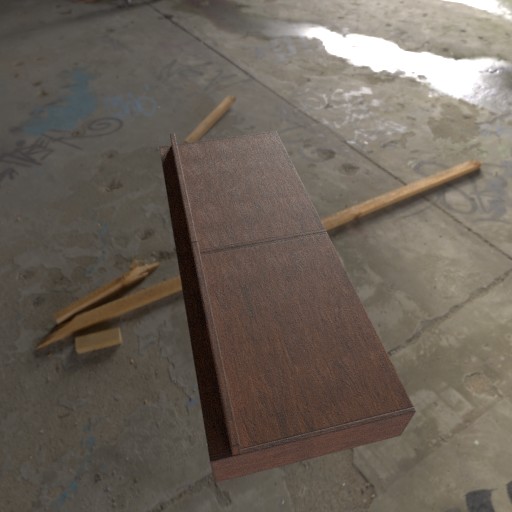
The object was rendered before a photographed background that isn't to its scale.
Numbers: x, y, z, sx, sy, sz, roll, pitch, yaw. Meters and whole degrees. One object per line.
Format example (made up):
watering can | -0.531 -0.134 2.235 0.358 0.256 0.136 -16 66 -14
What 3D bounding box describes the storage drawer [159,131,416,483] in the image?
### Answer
storage drawer | 0.000 0.000 2.239 0.774 0.339 1.914 -10 48 -9
